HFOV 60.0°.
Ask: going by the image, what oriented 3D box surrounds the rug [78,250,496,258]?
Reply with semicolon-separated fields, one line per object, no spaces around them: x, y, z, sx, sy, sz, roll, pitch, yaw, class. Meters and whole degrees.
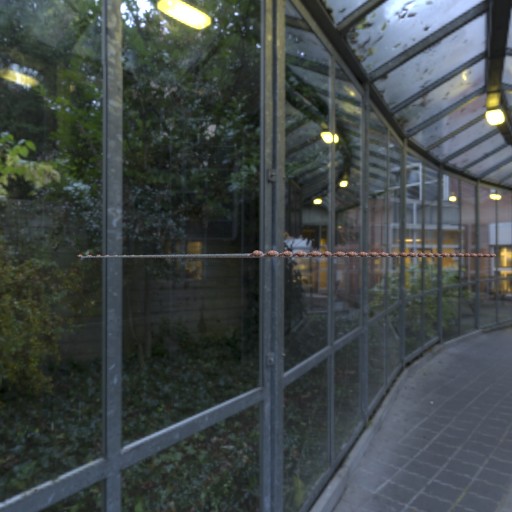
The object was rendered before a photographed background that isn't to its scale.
0.000;0.000;4.265;2.451;0.035;3.369;0;0;-36;rug
